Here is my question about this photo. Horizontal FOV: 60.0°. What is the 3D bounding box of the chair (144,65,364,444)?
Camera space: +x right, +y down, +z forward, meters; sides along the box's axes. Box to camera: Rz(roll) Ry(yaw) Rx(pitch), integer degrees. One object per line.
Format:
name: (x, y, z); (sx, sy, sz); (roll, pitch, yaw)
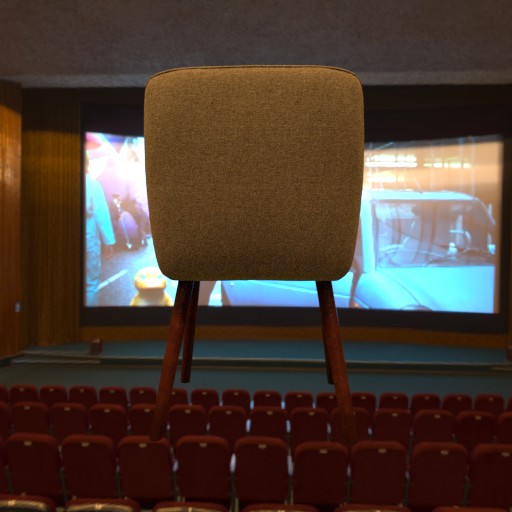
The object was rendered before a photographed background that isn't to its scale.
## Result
chair: (0.000, 0.000, 1.173); (0.543, 0.803, 0.519); (0, 0, 2)
